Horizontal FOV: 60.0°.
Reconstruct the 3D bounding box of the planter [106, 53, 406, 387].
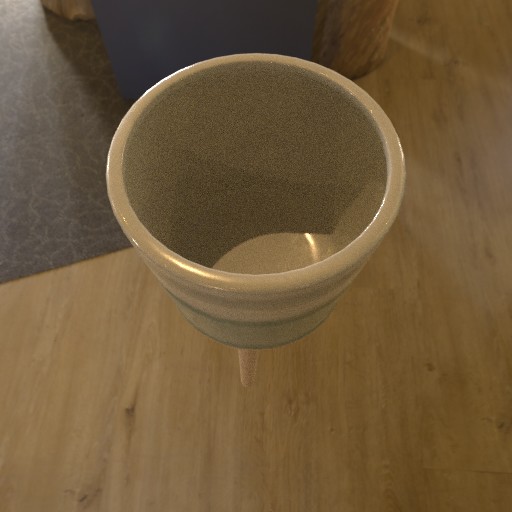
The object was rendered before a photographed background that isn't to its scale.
[{"bbox_3d":[0.000,0.000,0.572,0.265,0.404,0.265,17,64,8],"label":"planter"}]
